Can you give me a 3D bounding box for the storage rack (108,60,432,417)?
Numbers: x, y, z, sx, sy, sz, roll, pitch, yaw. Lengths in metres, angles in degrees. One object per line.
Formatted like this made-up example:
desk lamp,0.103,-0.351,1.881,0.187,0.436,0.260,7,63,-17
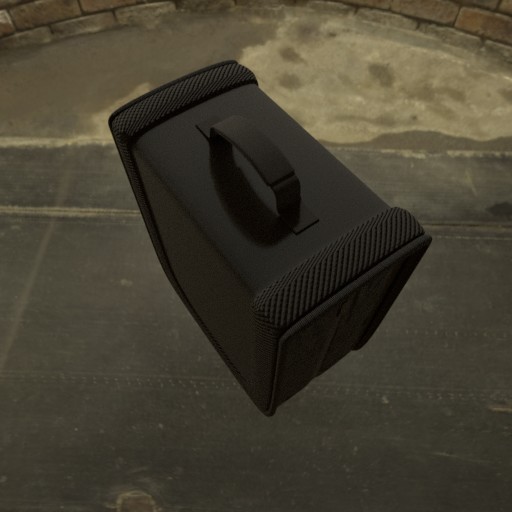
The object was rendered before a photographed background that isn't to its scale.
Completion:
storage rack,0.000,0.000,0.542,0.168,0.387,0.297,-32,64,-18
